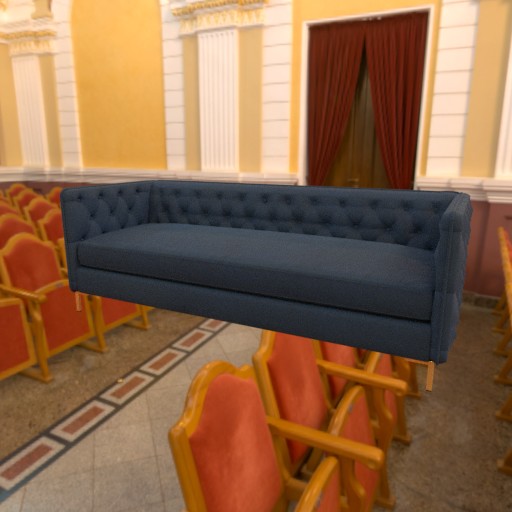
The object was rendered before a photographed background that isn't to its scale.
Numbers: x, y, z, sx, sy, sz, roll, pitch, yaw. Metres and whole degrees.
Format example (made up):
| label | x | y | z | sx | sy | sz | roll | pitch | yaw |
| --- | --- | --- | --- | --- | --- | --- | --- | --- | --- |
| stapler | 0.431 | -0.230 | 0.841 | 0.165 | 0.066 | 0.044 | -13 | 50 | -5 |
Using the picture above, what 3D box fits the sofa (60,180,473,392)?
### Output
| label | x | y | z | sx | sy | sz | roll | pitch | yaw |
| --- | --- | --- | --- | --- | --- | --- | --- | --- | --- |
| sofa | 0.000 | 0.000 | 2.582 | 2.209 | 0.771 | 0.895 | 7 | 15 | 26 |
